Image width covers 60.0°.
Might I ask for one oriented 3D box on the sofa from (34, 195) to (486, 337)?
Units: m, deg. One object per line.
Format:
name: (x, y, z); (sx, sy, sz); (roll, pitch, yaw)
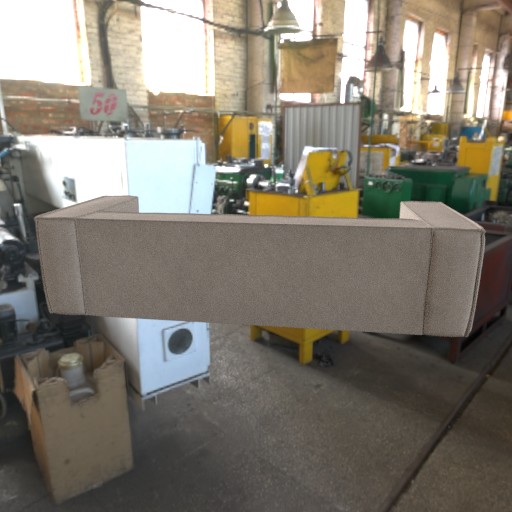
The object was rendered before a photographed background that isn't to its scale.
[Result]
sofa: (0.000, 0.000, 3.104); (2.697, 0.680, 1.038); (2, 16, 8)
